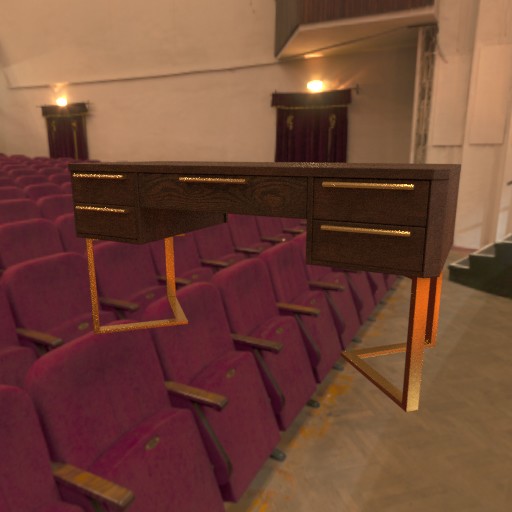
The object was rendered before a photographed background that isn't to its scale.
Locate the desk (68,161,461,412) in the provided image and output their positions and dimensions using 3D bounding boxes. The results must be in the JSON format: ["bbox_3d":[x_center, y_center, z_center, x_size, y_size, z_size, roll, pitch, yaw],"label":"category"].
[{"bbox_3d":[0.000,0.000,1.870,1.479,0.762,0.684,7,15,26],"label":"desk"}]
